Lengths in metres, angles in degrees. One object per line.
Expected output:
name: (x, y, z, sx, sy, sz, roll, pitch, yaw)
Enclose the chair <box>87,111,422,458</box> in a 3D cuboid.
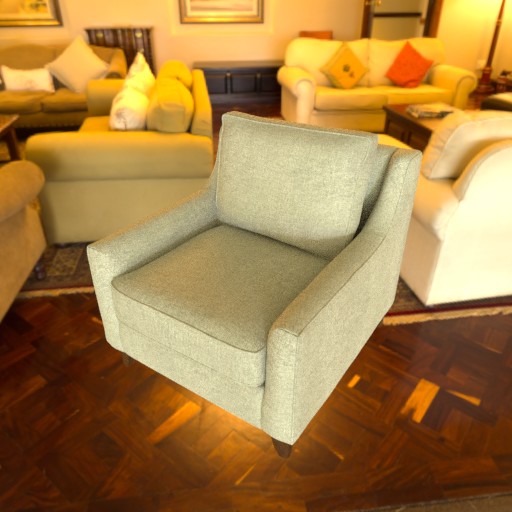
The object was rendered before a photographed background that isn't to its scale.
chair: (0.000, 0.000, 1.614, 0.838, 0.864, 0.918, 19, 36, 29)
